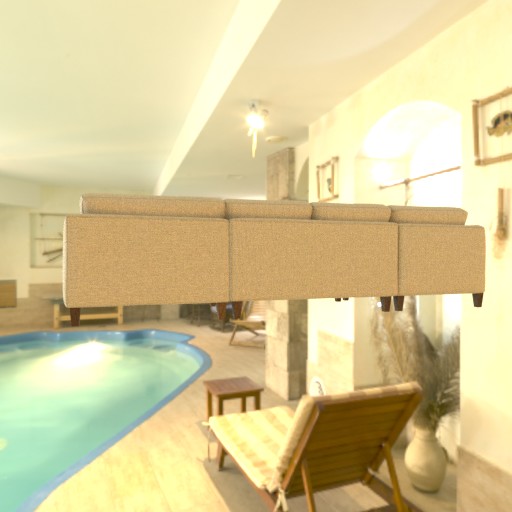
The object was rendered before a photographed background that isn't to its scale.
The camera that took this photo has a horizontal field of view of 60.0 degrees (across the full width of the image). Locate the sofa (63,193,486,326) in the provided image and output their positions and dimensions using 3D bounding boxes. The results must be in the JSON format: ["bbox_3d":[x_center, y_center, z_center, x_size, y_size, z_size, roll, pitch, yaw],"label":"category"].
[{"bbox_3d":[0.000,0.000,4.492,3.403,0.889,2.551,0,0,-18],"label":"sofa"}]
